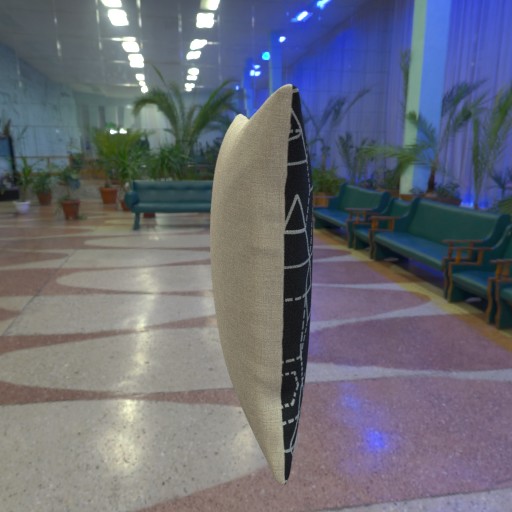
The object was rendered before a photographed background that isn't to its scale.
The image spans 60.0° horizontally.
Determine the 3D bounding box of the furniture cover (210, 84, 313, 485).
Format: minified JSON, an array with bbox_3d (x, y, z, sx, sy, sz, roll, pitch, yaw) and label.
[{"bbox_3d":[0.000,0.000,0.779,0.158,0.508,0.517,-2,15,-8],"label":"furniture cover"}]
